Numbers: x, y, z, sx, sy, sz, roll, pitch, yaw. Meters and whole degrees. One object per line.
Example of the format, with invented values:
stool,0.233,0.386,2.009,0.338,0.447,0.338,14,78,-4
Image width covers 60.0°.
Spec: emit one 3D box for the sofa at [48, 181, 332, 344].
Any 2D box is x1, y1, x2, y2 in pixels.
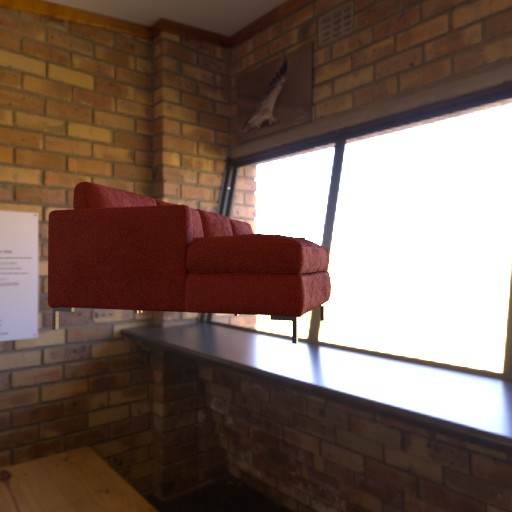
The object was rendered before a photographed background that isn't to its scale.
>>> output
sofa,0.000,0.000,2.890,1.136,0.663,2.467,0,-1,17
